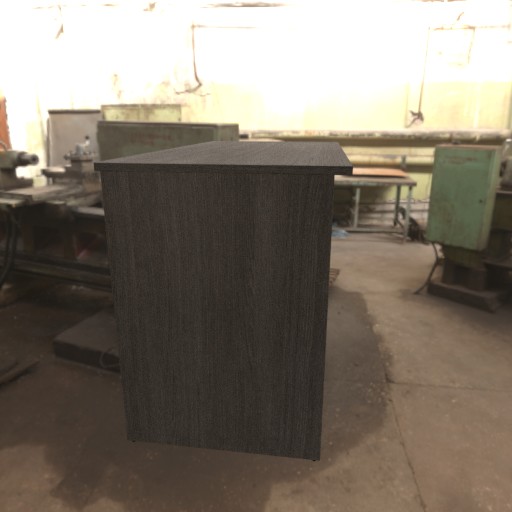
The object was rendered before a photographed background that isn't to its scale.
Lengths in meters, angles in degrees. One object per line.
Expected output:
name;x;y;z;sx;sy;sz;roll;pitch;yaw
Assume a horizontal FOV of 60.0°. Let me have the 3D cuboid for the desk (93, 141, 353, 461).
desk;0.000;0.000;1.561;0.560;0.735;1.097;2;17;8
